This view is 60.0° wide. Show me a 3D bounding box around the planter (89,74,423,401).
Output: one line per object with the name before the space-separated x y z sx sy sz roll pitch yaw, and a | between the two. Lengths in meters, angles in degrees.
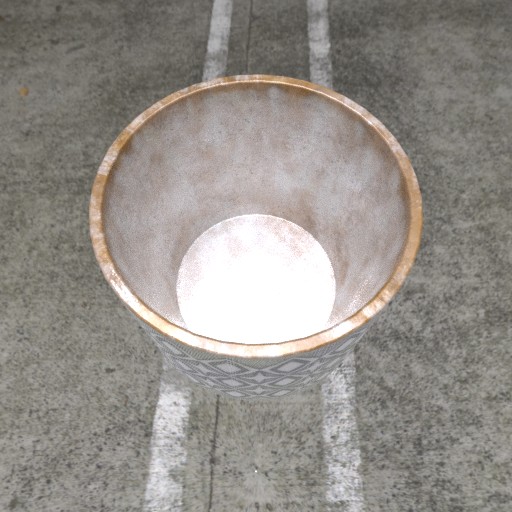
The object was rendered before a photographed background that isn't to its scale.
planter | 0.000 0.000 0.441 0.255 0.223 0.255 0 64 0
